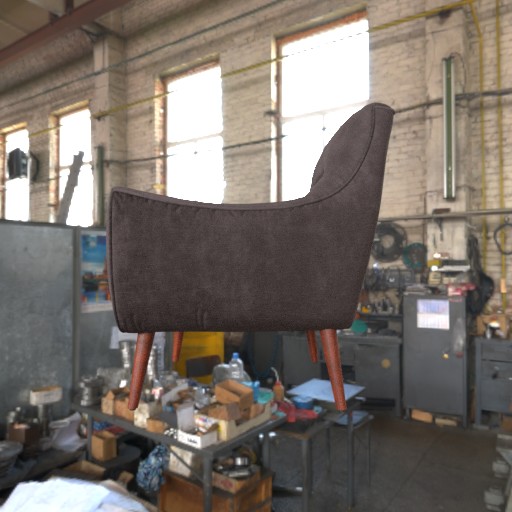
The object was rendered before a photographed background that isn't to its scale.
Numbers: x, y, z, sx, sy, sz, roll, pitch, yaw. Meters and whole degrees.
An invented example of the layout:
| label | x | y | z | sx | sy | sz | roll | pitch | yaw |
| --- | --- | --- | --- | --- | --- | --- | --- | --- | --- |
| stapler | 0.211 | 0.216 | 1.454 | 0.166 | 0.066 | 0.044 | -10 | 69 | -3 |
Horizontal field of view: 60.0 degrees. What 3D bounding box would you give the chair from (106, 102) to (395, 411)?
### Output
| label | x | y | z | sx | sy | sz | roll | pitch | yaw |
| --- | --- | --- | --- | --- | --- | --- | --- | --- | --- |
| chair | 0.000 | 0.000 | 1.487 | 0.787 | 0.838 | 0.762 | 0 | -1 | 1 |
